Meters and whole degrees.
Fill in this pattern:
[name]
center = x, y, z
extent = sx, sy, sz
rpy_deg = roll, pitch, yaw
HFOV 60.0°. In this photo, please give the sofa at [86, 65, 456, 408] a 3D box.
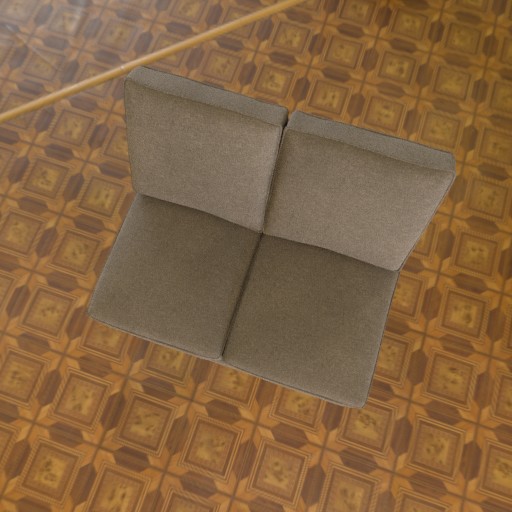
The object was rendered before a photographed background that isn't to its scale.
[sofa]
center = 0.000, 0.000, 1.899
extent = 1.237, 1.008, 0.951
rpy_deg = 17, 75, 5
